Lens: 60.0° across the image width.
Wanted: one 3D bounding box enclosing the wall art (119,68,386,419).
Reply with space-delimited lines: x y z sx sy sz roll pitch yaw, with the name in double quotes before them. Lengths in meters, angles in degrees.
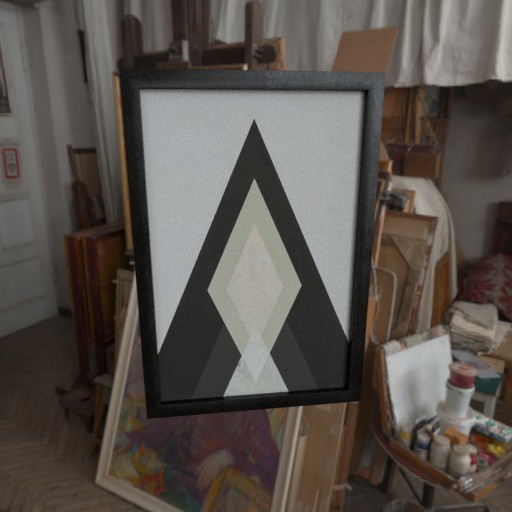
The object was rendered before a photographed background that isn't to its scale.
"wall art" 0.000 0.000 0.591 0.313 0.457 0.031 -2 16 -7
